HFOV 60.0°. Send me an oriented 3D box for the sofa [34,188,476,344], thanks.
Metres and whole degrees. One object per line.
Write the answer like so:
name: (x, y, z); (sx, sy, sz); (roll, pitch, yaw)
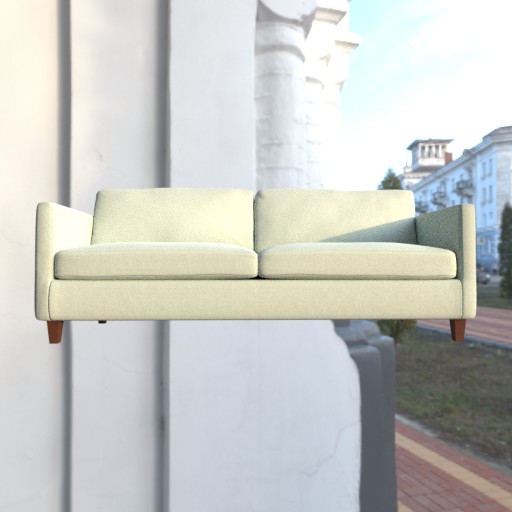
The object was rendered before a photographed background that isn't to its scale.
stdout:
sofa: (0.000, 0.000, 2.860); (2.434, 0.965, 0.948); (0, -1, -2)
